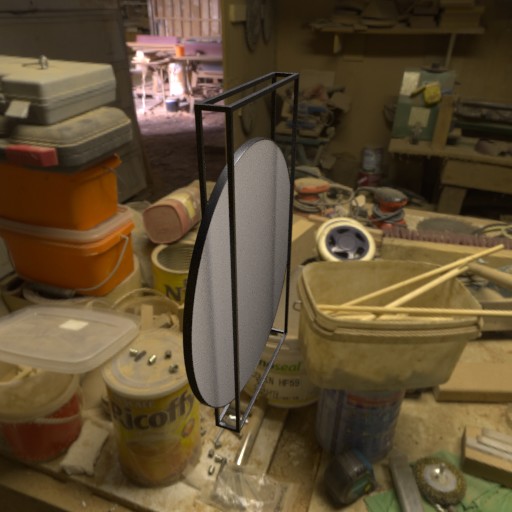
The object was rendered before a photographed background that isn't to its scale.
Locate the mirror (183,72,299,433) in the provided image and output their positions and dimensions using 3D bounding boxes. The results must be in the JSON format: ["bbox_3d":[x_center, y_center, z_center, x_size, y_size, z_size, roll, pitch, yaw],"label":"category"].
[{"bbox_3d":[0.000,0.000,0.832,0.051,0.603,0.508,11,32,18],"label":"mirror"}]
